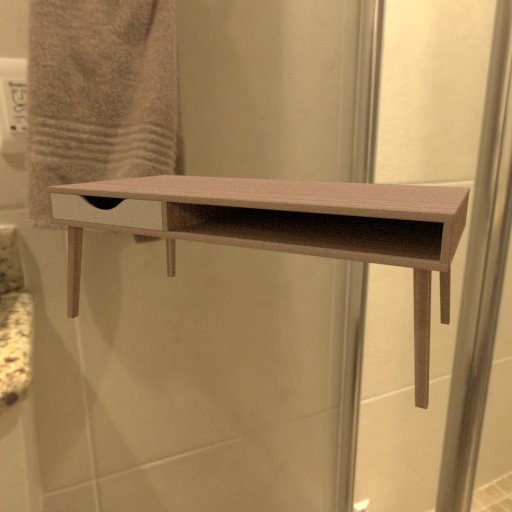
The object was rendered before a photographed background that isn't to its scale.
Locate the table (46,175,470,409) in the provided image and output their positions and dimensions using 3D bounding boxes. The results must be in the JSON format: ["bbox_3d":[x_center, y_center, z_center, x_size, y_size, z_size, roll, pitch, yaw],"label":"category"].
[{"bbox_3d":[0.000,0.000,1.457,1.200,0.450,0.600,7,16,27],"label":"table"}]
